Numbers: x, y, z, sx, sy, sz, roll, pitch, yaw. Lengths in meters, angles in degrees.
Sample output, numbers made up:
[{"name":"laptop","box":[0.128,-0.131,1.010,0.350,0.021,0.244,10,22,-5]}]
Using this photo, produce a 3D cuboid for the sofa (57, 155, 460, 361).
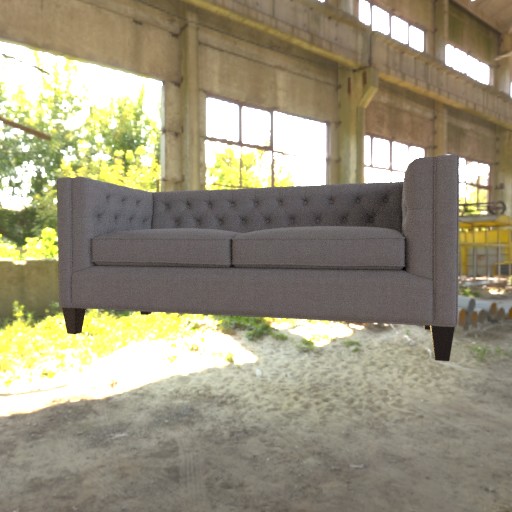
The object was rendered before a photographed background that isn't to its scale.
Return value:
[{"name":"sofa","box":[0.000,0.000,2.230,1.778,0.762,0.775,0,1,18]}]
